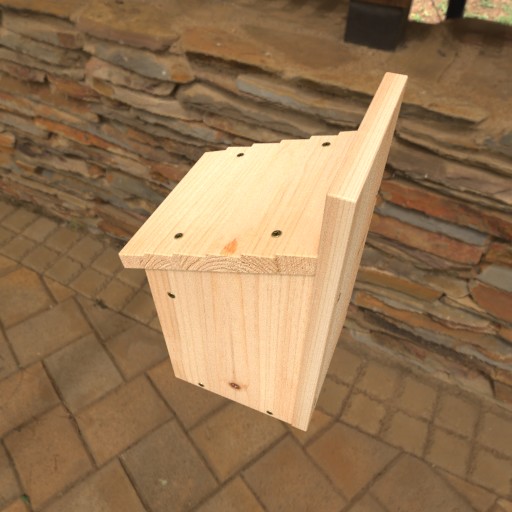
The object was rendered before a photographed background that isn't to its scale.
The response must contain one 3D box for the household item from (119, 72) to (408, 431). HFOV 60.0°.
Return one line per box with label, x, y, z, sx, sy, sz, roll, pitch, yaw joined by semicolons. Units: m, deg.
household item;0.000;0.000;0.398;0.171;0.300;0.149;17;50;15
